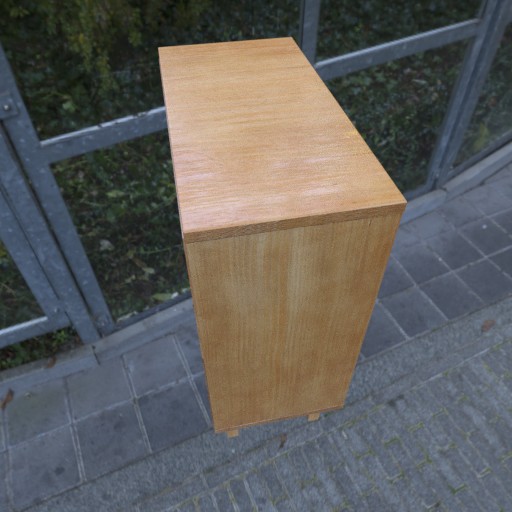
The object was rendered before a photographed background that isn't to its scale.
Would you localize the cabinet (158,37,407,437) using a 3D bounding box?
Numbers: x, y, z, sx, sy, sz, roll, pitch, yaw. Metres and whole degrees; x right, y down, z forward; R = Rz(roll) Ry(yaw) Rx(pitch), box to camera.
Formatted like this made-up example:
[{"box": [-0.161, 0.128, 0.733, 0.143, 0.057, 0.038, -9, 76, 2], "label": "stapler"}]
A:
[{"box": [0.000, 0.000, 1.389, 0.419, 1.001, 0.800, -8, 46, -8], "label": "cabinet"}]
